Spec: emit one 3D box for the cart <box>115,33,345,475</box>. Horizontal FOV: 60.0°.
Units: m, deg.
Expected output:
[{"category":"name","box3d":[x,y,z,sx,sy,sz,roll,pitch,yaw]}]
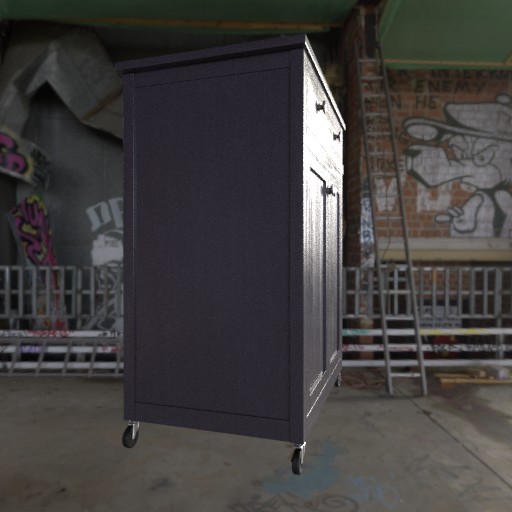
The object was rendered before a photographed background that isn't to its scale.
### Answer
[{"category":"cart","box3d":[0.000,0.000,1.262,0.449,0.878,0.690,0,0,18]}]
